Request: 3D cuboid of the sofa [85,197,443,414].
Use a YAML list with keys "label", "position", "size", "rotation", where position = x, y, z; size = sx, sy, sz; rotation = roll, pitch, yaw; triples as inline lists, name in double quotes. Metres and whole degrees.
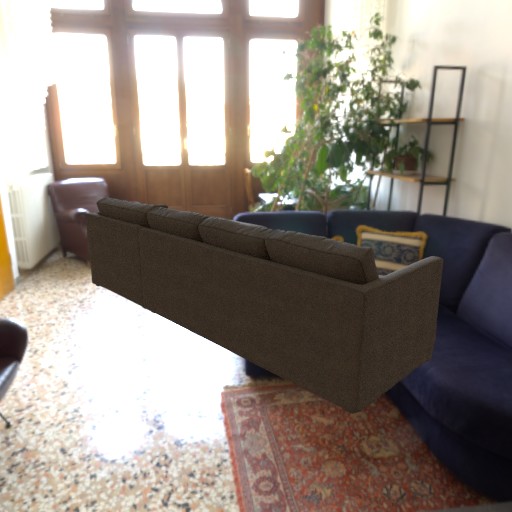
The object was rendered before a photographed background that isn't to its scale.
- label: "sofa"
  position: [0.000, 0.000, 3.907]
  size: [1.650, 0.922, 3.205]
  rotation: [-15, 21, -43]
